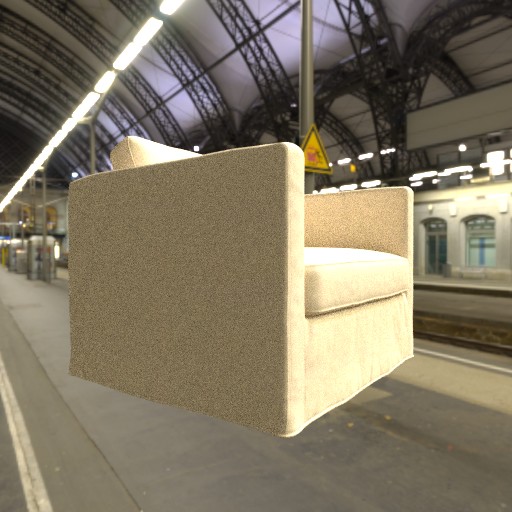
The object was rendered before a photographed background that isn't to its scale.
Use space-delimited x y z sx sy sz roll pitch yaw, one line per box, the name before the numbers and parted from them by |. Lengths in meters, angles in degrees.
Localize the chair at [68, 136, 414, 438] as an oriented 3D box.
chair | 0.000 0.000 1.724 0.947 0.851 1.057 1 1 36
